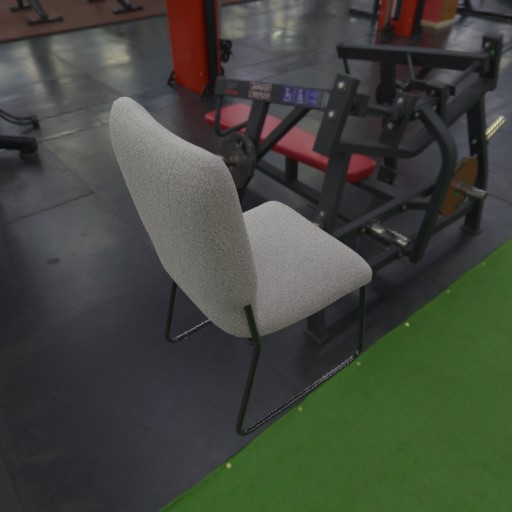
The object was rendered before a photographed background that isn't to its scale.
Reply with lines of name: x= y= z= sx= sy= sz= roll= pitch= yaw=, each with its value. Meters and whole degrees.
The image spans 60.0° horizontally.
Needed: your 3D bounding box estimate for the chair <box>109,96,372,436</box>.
chair: x=0.000 y=0.000 z=1.205 sx=0.560 sy=0.864 sz=0.448 roll=-26 pitch=46 yaw=-28
